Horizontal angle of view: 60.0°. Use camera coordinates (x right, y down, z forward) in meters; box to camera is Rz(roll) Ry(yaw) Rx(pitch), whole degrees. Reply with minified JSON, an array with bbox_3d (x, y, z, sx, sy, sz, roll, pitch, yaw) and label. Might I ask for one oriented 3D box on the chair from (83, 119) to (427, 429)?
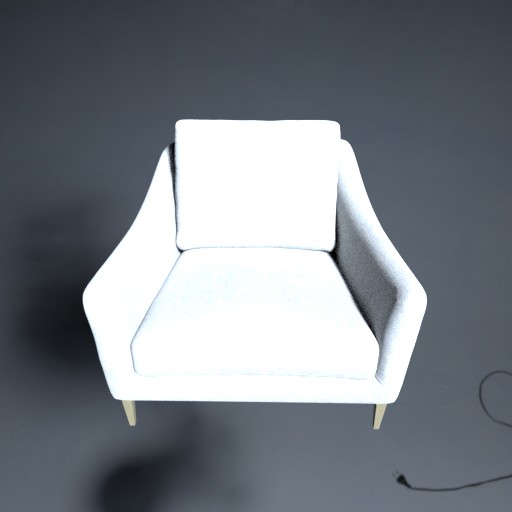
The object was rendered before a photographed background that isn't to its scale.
[{"bbox_3d":[0.000,0.000,1.709,0.986,0.902,0.961,1,30,1],"label":"chair"}]
